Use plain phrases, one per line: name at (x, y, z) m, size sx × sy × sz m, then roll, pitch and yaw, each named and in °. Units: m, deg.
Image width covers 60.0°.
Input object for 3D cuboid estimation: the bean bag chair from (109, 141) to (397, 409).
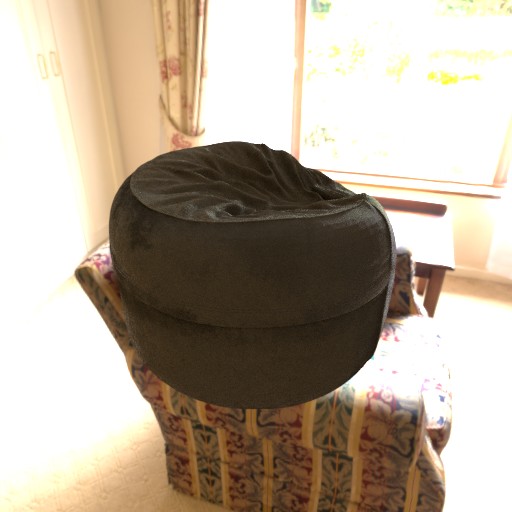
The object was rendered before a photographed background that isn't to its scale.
bean bag chair at (0.000, 0.000, 1.489) m, size 0.918 × 0.605 × 0.918 m, roll 0°, pitch 29°, yaw 0°
